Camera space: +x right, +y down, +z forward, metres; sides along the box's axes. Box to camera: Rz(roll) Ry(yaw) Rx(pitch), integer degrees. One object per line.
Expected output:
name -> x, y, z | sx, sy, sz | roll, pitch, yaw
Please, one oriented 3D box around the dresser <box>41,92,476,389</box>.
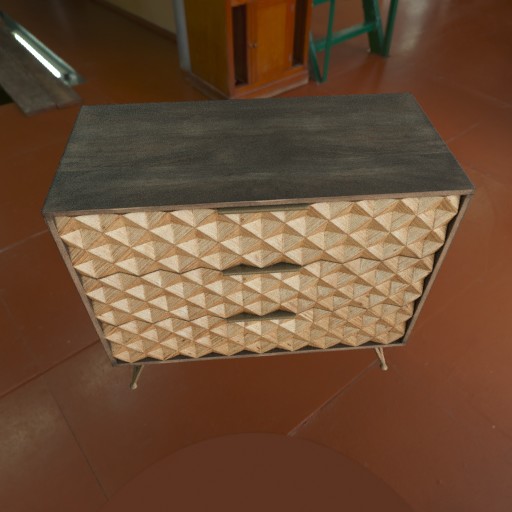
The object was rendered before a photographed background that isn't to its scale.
dresser -> 0.000, 0.000, 1.375 | 0.923, 0.801, 0.453 | -3, 47, -3
